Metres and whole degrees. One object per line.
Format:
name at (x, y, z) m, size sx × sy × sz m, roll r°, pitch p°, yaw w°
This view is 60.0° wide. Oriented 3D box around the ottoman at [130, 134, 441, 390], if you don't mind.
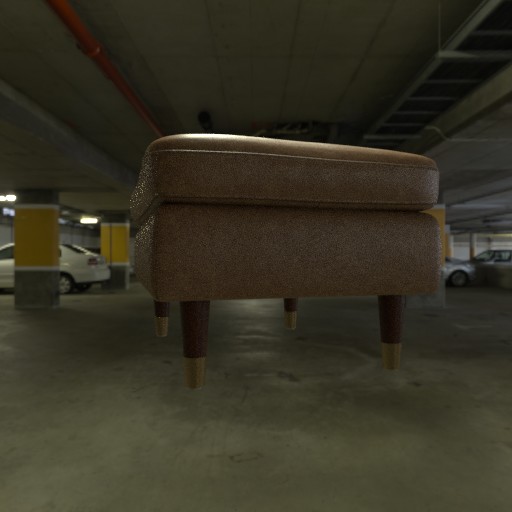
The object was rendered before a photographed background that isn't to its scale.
ottoman at (0.000, 0.000, 1.117) m, size 0.593 × 0.478 × 0.747 m, roll 0°, pitch 0°, yaw -18°
